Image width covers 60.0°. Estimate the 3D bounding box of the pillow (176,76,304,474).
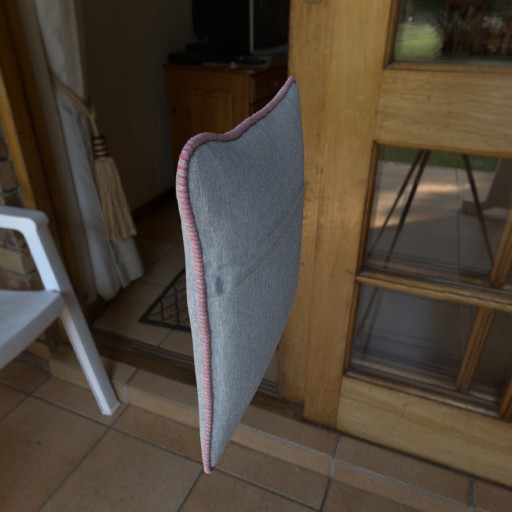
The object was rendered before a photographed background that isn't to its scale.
[{"bbox_3d":[0.000,0.000,0.721,0.124,0.491,0.482,9,31,15],"label":"pillow"}]
